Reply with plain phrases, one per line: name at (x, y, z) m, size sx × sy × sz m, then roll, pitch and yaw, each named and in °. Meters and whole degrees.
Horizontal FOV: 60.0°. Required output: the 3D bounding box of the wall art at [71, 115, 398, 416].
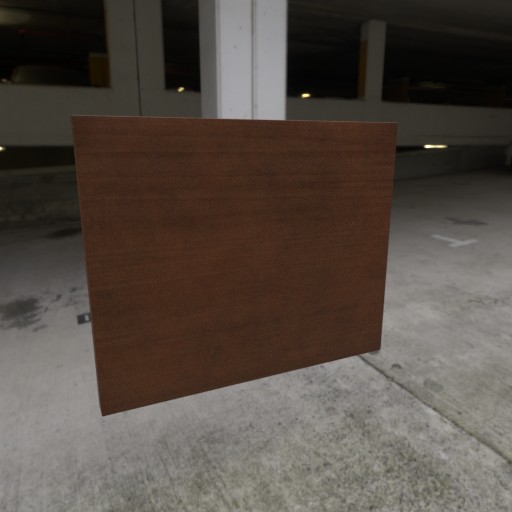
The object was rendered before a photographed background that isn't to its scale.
wall art at (0.000, 0.000, 0.560) m, size 0.401 × 0.328 × 0.030 m, roll -7°, pitch 16°, yaw -24°
